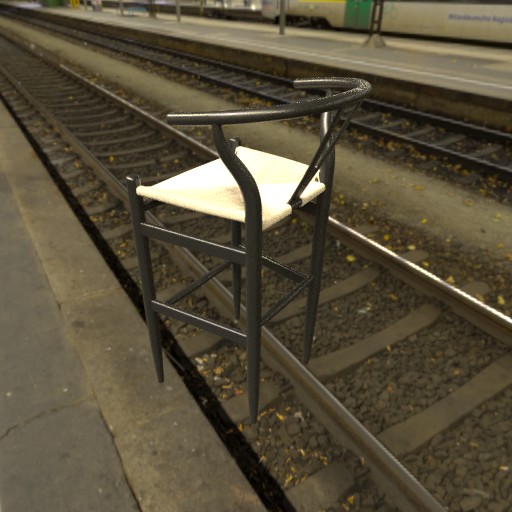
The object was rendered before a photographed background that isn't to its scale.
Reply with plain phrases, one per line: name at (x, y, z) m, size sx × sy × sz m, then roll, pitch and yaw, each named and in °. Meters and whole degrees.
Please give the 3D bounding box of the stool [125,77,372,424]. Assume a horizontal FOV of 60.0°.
stool at (0.000, 0.000, 1.417) m, size 0.579 × 1.072 × 0.569 m, roll 21°, pitch 37°, yaw 30°
